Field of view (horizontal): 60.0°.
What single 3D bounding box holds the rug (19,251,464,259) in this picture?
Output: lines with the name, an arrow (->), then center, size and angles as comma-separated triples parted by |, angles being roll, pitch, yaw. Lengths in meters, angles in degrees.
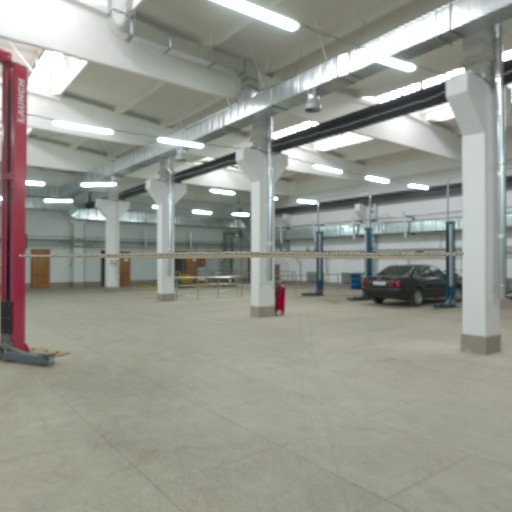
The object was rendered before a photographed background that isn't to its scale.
rug -> 0.000, 0.000, 2.899 | 2.264, 0.030, 1.624 | 0, -1, 17
